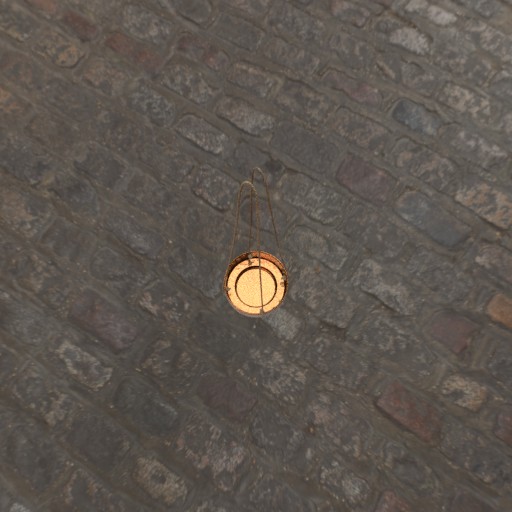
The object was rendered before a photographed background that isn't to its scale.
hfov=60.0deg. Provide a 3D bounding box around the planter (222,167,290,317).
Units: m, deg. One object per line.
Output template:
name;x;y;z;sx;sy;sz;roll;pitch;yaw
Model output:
planter;0.000;0.000;1.125;0.223;1.030;0.223;33;79;7
